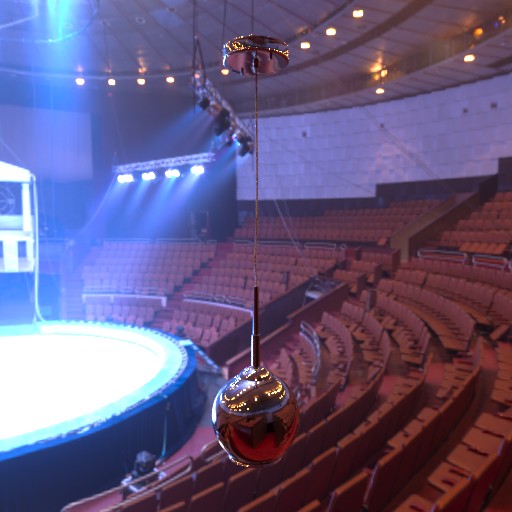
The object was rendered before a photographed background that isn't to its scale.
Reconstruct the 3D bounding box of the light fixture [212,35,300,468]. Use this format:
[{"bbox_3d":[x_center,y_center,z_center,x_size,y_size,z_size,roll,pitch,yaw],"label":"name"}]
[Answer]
[{"bbox_3d":[0.000,0.000,1.684,0.336,1.538,0.336,-1,2,-37],"label":"light fixture"}]
